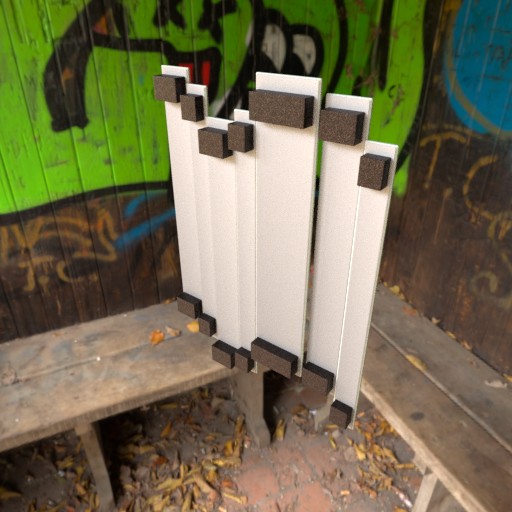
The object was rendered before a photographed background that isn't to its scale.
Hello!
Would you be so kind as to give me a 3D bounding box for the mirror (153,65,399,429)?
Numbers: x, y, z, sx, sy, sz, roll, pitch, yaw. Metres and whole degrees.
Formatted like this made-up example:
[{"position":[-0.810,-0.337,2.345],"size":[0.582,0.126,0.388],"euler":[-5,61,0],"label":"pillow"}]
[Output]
[{"position":[0.000,0.000,0.790],"size":[0.445,0.611,0.058],"euler":[20,35,31],"label":"mirror"}]
